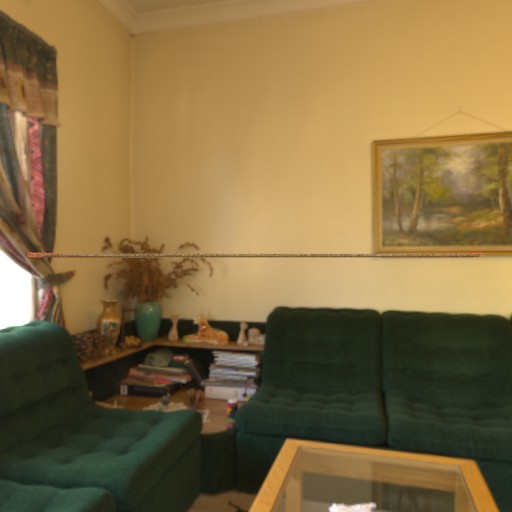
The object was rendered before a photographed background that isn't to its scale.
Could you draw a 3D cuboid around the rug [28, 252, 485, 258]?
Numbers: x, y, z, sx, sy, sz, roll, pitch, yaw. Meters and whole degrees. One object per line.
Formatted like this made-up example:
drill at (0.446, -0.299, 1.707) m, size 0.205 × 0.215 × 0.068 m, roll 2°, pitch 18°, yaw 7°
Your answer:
rug at (0.000, 0.000, 2.357) m, size 1.838 × 0.019 × 1.220 m, roll 0°, pitch 0°, yaw -2°
